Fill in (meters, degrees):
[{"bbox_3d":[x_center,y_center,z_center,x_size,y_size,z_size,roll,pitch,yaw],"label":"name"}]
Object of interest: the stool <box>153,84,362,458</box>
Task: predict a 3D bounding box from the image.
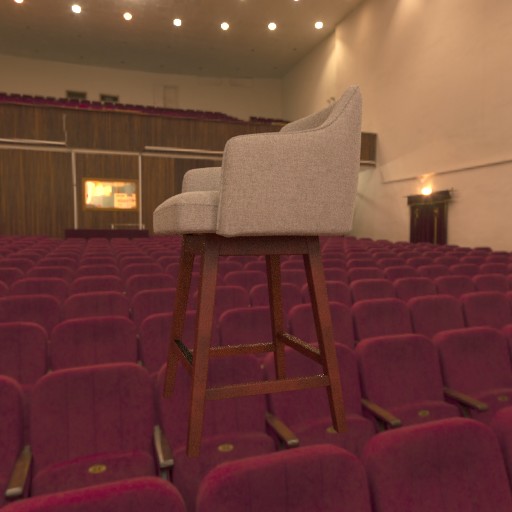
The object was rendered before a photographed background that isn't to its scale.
[{"bbox_3d":[0.000,0.000,1.332,0.558,0.944,0.599,-1,2,-19],"label":"stool"}]
